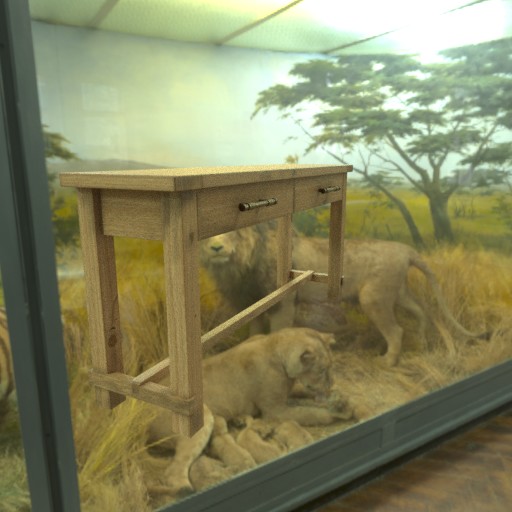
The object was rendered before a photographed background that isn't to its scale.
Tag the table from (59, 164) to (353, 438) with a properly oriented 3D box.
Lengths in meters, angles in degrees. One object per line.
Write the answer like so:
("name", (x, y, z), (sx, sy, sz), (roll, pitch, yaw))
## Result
("table", (0.000, 0.000, 1.943), (0.442, 0.762, 1.599), (7, 14, 27))
